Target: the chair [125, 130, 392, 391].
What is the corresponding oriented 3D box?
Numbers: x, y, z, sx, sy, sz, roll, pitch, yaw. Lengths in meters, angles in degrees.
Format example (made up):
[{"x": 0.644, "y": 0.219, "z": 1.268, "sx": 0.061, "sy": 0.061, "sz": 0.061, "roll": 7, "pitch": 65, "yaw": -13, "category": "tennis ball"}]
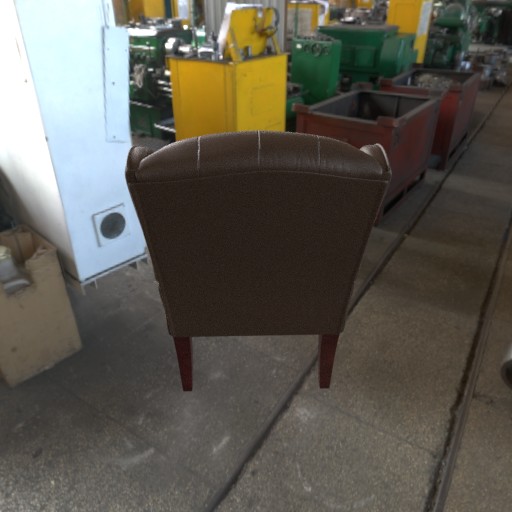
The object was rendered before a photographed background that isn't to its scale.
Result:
[{"x": 0.000, "y": 0.000, "z": 1.691, "sx": 0.829, "sy": 1.132, "sz": 0.819, "roll": -1, "pitch": 32, "yaw": -1, "category": "chair"}]
